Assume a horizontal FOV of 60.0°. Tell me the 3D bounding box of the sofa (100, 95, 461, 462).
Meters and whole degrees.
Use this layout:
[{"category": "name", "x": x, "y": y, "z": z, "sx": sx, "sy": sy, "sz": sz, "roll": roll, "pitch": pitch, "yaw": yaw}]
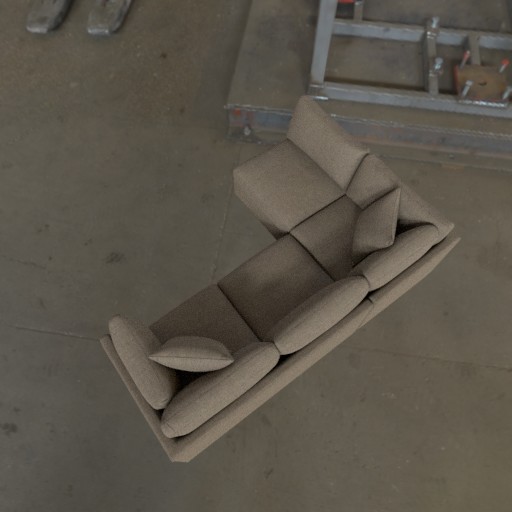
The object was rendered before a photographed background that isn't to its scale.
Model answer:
[{"category": "sofa", "x": 0.000, "y": 0.000, "z": 3.910, "sx": 2.896, "sy": 0.978, "sz": 1.994, "roll": -33, "pitch": 67, "yaw": -16}]
